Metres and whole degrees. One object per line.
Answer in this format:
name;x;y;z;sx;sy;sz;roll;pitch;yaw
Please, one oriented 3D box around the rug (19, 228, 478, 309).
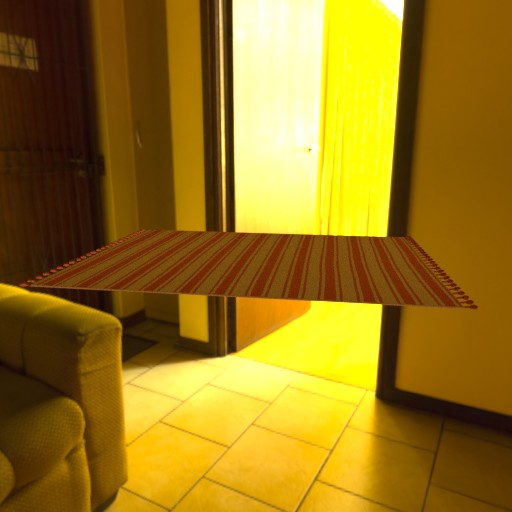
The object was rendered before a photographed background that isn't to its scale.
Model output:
rug;0.000;0.000;4.351;3.369;0.035;2.451;2;14;9
